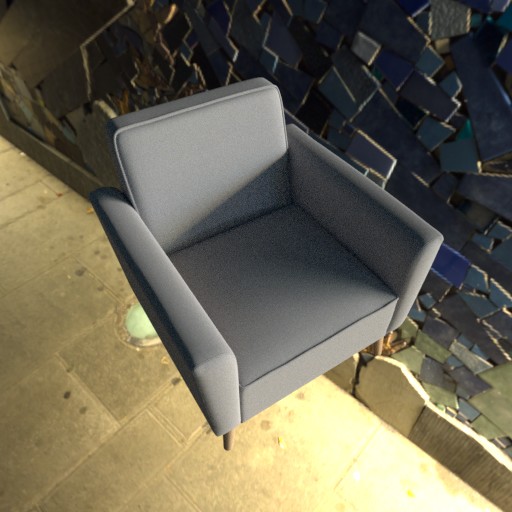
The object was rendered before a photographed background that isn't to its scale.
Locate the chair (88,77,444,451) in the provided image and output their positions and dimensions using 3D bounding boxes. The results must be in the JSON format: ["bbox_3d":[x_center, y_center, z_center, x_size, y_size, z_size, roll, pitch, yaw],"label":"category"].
[{"bbox_3d":[0.000,0.000,1.419,0.780,0.780,0.750,-25,51,-22],"label":"chair"}]
